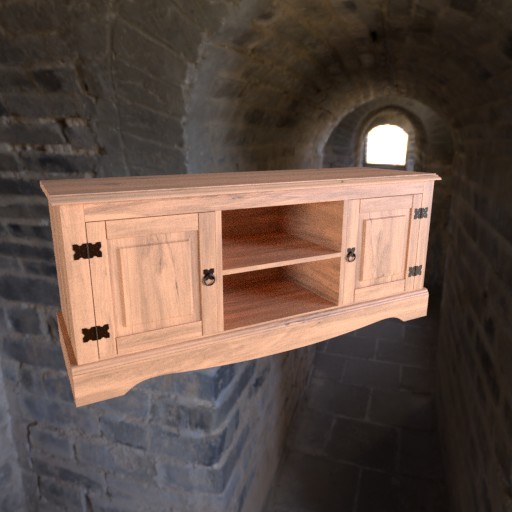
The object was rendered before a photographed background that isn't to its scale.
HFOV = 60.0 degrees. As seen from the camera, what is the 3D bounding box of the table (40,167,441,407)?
[{"bbox_3d":[0.000,0.000,1.448,1.200,0.510,0.400,-8,17,-27],"label":"table"}]
